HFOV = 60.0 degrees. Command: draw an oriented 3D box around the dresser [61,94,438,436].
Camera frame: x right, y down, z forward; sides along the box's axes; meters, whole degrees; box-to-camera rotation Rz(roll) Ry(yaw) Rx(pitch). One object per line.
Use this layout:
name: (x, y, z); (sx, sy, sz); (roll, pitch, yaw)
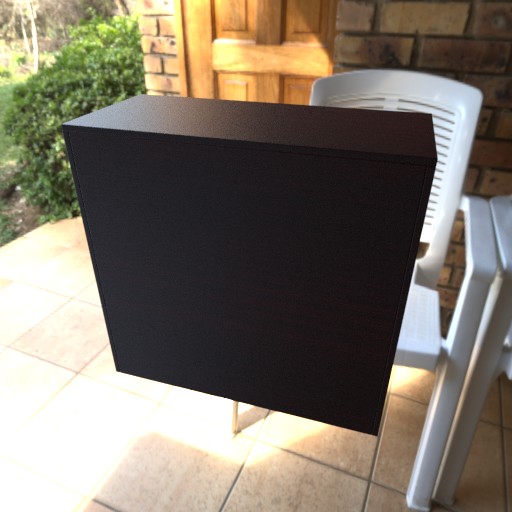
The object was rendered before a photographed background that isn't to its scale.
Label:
dresser: (0.000, 0.000, 1.170); (0.750, 0.720, 0.360); (9, 32, 15)
